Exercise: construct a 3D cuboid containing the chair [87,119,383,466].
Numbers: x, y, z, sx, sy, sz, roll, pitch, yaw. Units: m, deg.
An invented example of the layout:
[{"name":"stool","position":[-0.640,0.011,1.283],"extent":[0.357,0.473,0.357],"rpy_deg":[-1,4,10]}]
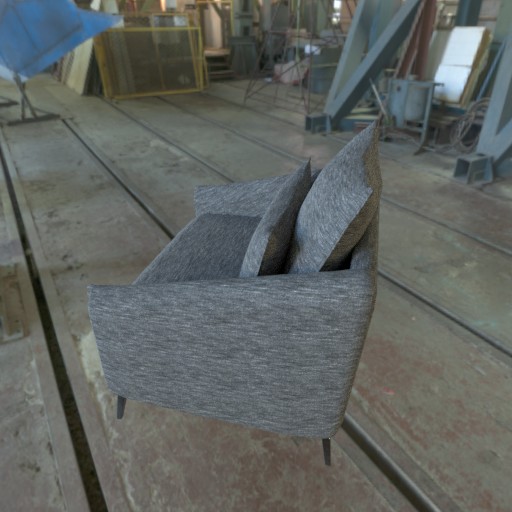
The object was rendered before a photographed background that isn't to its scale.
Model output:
[{"name":"chair","position":[0.000,0.000,1.584],"extent":[0.805,0.842,1.004],"rpy_deg":[7,30,13]}]
